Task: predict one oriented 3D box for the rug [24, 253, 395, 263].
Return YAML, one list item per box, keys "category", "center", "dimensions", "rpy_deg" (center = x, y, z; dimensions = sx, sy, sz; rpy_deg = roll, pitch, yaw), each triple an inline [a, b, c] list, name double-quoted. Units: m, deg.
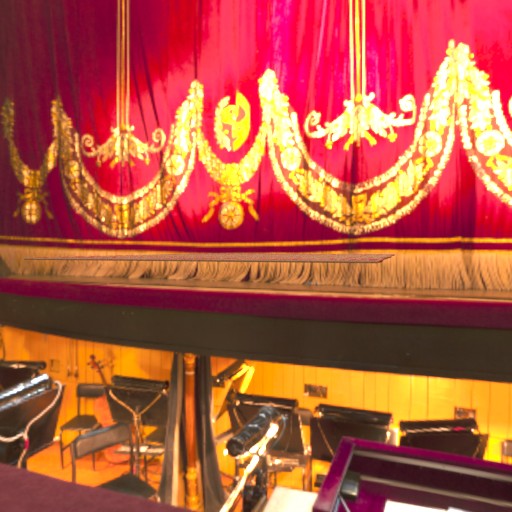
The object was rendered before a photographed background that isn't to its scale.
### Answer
- category: "rug"
  center: [0.000, 0.000, 4.174]
  dimensions: [2.441, 0.016, 3.095]
  rpy_deg: [0, 1, 19]
